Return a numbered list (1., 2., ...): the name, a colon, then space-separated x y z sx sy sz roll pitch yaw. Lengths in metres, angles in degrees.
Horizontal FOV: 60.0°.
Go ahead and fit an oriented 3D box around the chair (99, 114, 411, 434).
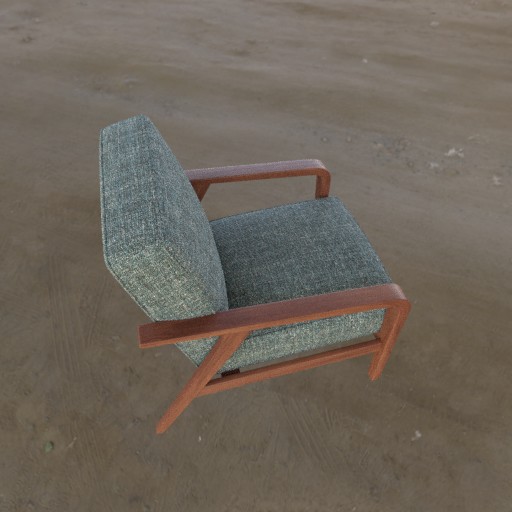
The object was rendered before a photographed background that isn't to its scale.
1. chair: 0.000 0.000 1.524 0.889 0.864 0.719 -11 48 -10
